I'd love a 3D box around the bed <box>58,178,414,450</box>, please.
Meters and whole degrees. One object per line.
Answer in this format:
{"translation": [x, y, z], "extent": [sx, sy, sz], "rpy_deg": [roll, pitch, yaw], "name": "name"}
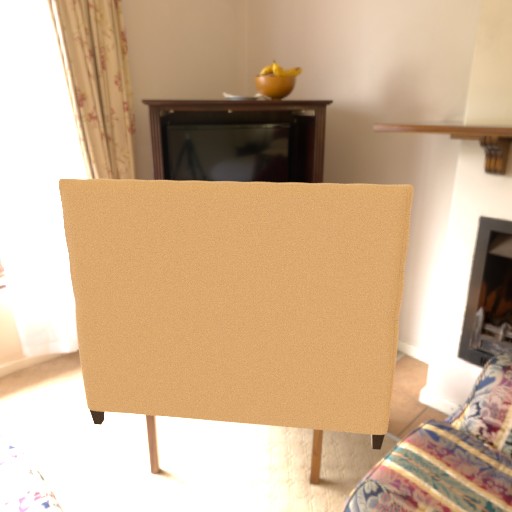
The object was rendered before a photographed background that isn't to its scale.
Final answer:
{"translation": [0.000, 0.000, 3.293], "extent": [1.696, 1.426, 2.233], "rpy_deg": [2, 18, 7], "name": "bed"}
